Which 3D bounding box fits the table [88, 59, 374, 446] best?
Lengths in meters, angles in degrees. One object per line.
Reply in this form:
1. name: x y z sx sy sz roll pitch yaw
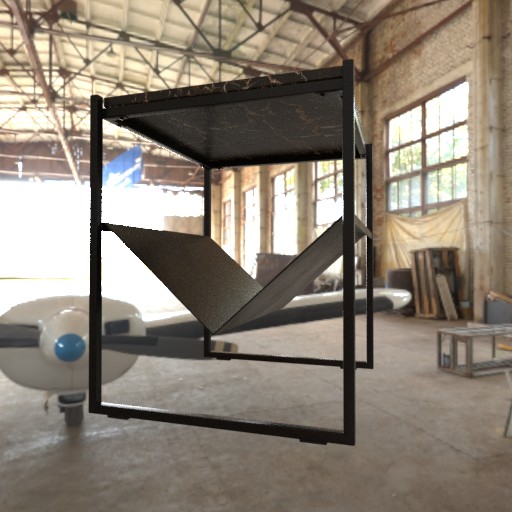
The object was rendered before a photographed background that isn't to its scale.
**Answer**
1. table: 0.000 0.000 0.892 0.432 0.534 0.469 0 -1 18
